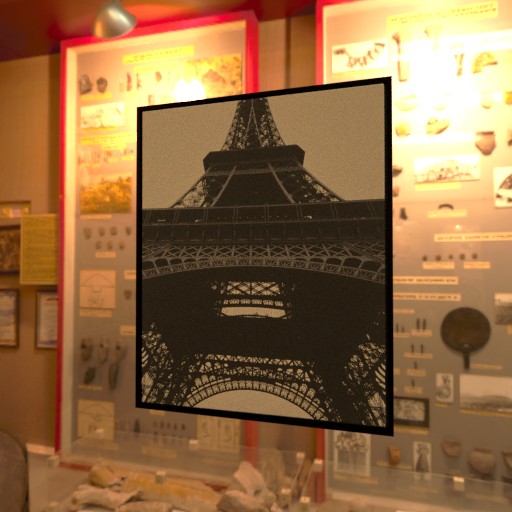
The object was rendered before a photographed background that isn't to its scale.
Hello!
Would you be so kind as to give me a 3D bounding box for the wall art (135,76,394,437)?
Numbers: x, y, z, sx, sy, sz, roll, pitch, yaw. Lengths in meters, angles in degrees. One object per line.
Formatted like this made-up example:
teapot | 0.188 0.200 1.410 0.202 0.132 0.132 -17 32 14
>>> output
wall art | 0.000 0.000 0.764 0.451 0.553 0.039 0 -1 18
